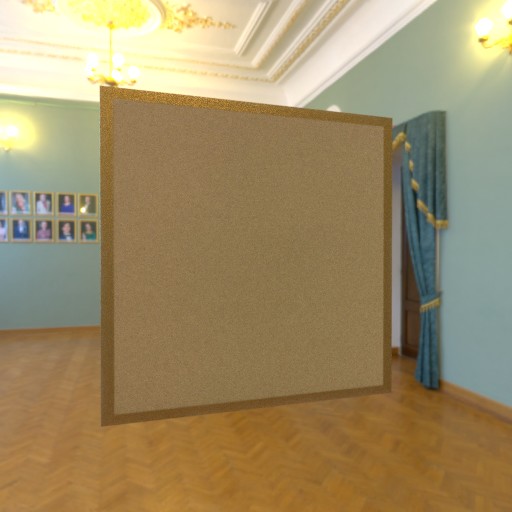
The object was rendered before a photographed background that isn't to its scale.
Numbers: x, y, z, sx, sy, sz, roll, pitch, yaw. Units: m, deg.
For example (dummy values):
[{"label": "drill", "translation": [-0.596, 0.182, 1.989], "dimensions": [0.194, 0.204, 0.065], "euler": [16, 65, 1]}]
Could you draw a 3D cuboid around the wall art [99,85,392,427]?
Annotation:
[{"label": "wall art", "translation": [0.000, 0.000, 0.462], "dimensions": [0.306, 0.305, 0.038], "euler": [0, 1, -18]}]
